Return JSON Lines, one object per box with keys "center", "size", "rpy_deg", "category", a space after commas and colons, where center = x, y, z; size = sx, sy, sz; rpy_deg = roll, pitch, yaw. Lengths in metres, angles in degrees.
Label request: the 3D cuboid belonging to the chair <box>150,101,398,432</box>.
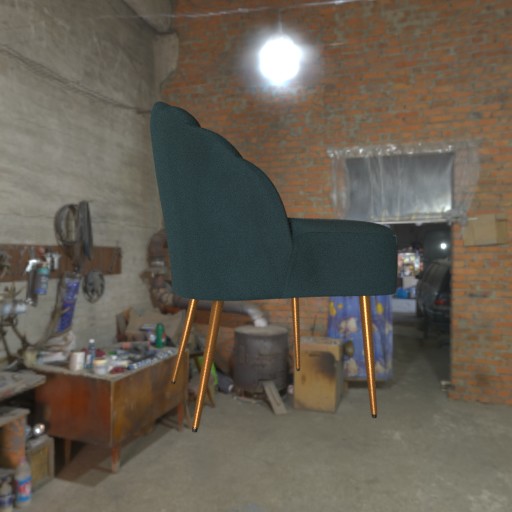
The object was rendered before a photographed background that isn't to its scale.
{"center": [0.000, 0.000, 1.290], "size": [0.599, 0.819, 0.657], "rpy_deg": [0, -1, -17], "category": "chair"}
